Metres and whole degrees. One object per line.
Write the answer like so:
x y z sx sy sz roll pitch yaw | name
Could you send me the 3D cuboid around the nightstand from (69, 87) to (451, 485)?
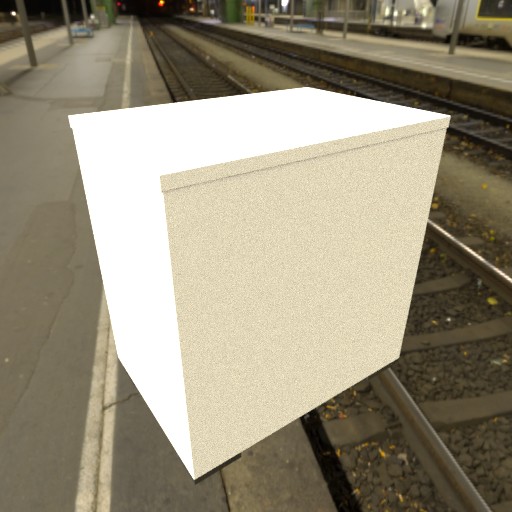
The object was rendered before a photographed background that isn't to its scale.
0.000 0.000 0.743 0.441 0.460 0.325 -19 34 -30 | nightstand
